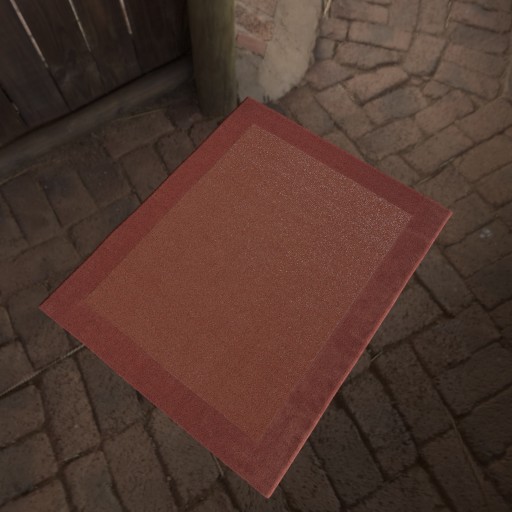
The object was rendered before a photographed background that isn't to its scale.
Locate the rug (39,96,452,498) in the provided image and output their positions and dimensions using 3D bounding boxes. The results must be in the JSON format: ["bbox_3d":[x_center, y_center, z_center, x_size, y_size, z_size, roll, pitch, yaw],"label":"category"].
[{"bbox_3d":[0.000,0.000,3.968,2.430,0.018,2.976,34,69,15],"label":"rug"}]
